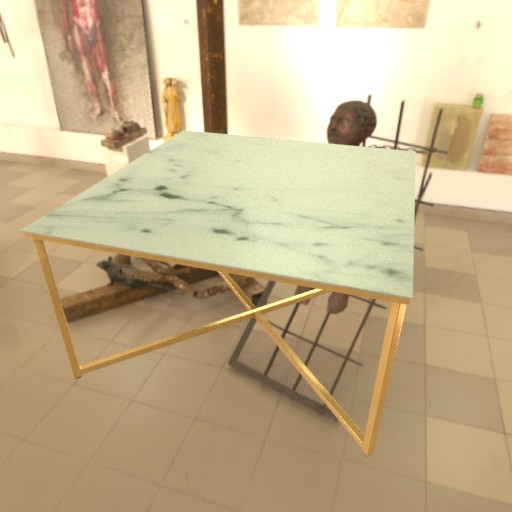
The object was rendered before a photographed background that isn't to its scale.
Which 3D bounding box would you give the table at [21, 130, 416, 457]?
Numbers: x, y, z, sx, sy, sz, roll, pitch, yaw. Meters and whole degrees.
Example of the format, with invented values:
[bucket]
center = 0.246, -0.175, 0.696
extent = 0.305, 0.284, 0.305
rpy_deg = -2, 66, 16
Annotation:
[table]
center = 0.000, 0.000, 1.285
extent = 0.800, 0.450, 0.800
rpy_deg = 9, 33, 15
